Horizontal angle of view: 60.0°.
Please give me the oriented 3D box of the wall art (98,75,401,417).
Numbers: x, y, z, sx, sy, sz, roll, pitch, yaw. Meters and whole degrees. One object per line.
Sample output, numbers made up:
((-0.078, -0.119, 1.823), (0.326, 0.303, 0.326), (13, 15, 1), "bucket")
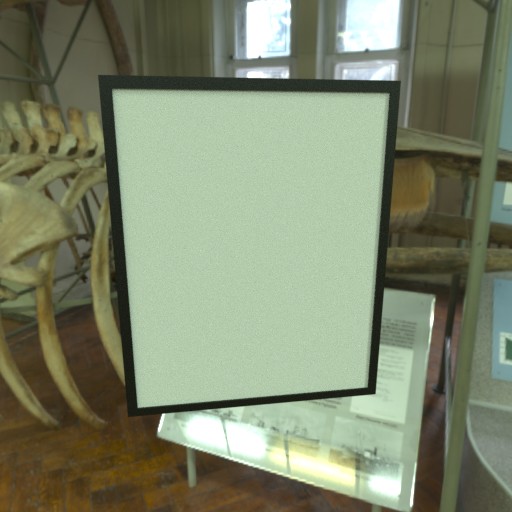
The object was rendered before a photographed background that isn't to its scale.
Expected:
((0.000, 0.000, 0.531), (0.325, 0.397, 0.018), (-2, 15, -9), "wall art")
